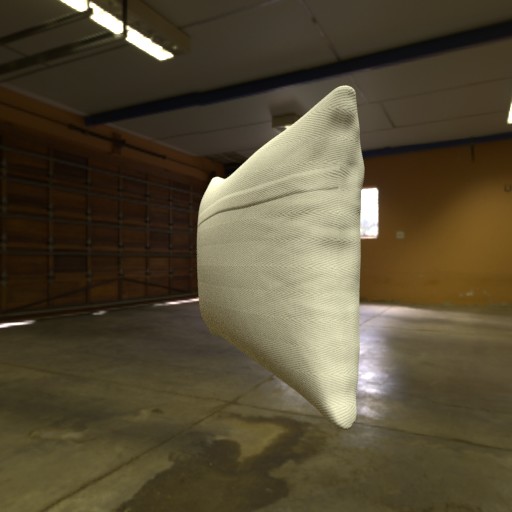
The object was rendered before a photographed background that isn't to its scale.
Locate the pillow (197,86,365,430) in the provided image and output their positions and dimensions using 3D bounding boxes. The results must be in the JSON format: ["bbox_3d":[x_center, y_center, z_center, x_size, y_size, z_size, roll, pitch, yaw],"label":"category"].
[{"bbox_3d":[0.000,0.000,0.621,0.139,0.305,0.506,0,0,-18],"label":"pillow"}]
